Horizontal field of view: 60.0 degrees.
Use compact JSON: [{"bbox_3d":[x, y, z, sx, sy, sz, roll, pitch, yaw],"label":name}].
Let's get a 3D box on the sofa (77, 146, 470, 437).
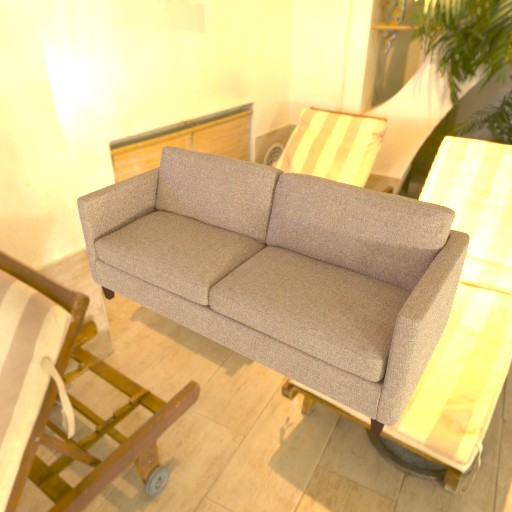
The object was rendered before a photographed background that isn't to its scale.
[{"bbox_3d":[0.000,0.000,2.733,2.208,0.965,0.951,19,35,29],"label":"sofa"}]
